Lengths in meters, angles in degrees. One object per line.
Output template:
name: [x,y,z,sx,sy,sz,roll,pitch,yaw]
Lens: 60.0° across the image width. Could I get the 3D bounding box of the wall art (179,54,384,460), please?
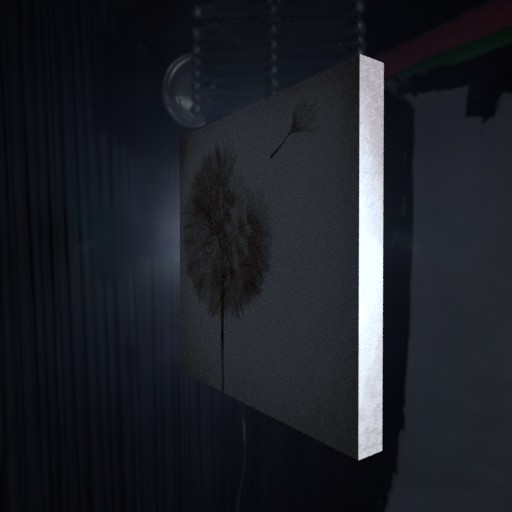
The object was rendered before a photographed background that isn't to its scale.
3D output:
wall art: [0.000,0.000,0.462,0.028,0.303,0.303,-1,1,-36]
